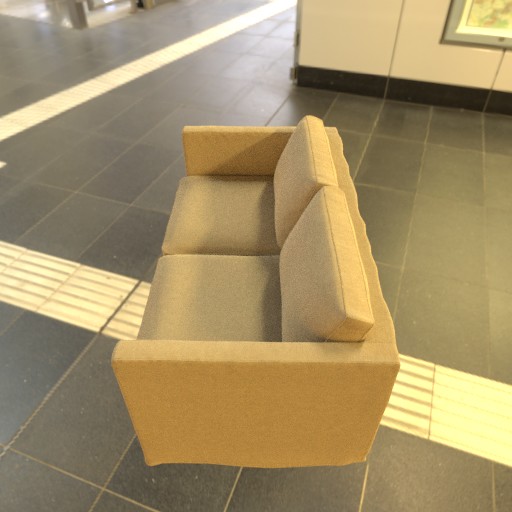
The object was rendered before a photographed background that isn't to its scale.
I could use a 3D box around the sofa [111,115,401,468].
[{"bbox_3d":[0.000,0.000,2.208,0.962,0.835,1.719,1,41,1],"label":"sofa"}]
